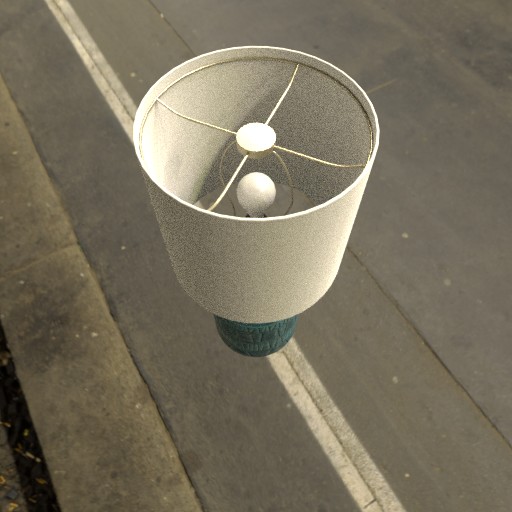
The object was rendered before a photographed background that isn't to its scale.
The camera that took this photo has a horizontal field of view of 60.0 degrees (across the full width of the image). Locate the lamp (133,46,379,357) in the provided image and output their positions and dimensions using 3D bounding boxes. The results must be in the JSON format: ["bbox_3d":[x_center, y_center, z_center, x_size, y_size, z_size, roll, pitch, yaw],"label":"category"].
[{"bbox_3d":[0.000,0.000,0.578,0.211,0.455,0.211,34,65,18],"label":"lamp"}]
